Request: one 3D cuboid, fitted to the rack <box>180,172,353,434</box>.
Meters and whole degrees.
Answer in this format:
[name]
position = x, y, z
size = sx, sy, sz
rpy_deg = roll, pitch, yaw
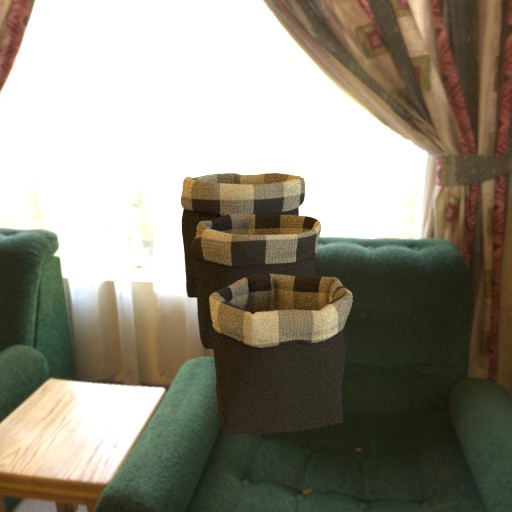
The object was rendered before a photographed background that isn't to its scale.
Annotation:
[rack]
position = 0.000, 0.000, 1.074
size = 0.370, 0.329, 0.889
rpy_deg = -2, 16, -7
